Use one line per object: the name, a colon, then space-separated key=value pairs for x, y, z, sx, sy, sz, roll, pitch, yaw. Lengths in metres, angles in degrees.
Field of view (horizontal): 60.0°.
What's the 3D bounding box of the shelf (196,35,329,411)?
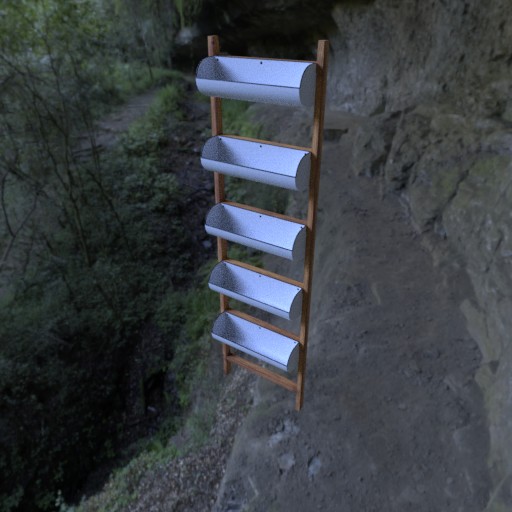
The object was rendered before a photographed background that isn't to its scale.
shelf: x=0.000 y=0.000 z=1.815 sx=0.454 sy=1.600 sz=0.141 roll=18 pitch=34 yaw=29
